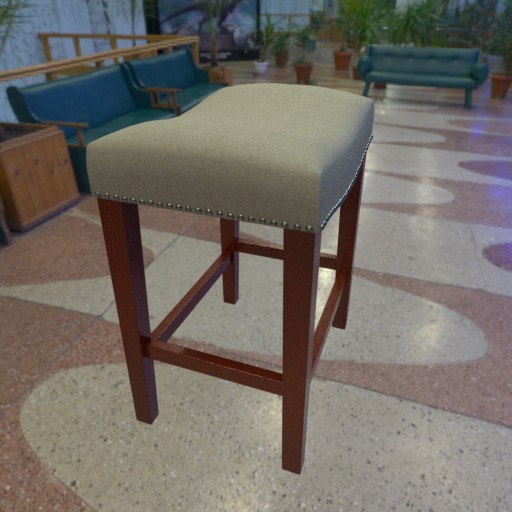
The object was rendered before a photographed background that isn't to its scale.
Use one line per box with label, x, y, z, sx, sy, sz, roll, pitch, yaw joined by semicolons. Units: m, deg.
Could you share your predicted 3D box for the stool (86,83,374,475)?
stool;0.000;0.000;0.949;0.375;0.632;0.509;11;32;18
